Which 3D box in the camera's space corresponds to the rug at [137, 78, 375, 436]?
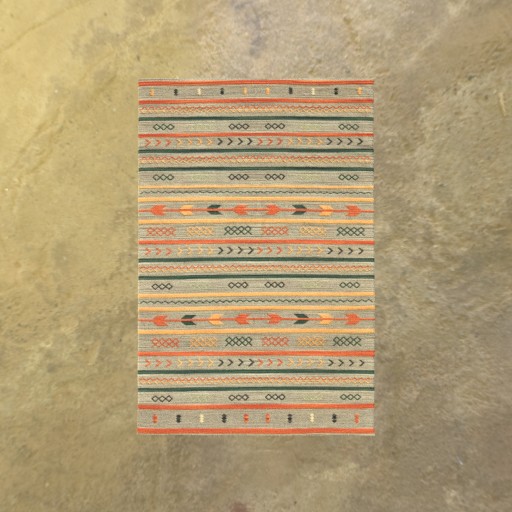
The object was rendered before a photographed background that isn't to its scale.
[{"bbox_3d":[0.000,0.000,2.276,1.220,0.017,1.835,0,89,0],"label":"rug"}]
